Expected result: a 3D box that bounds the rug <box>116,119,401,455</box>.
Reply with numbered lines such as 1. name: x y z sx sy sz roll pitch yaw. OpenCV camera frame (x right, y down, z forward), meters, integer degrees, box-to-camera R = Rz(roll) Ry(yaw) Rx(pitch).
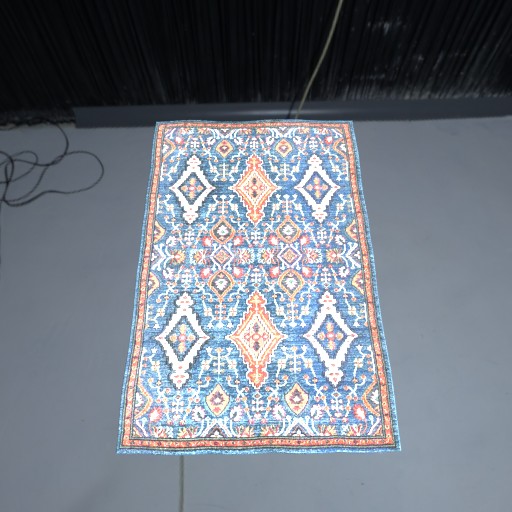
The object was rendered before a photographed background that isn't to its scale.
1. rug: 0.000 0.000 2.257 1.195 0.014 1.847 -1 63 0
